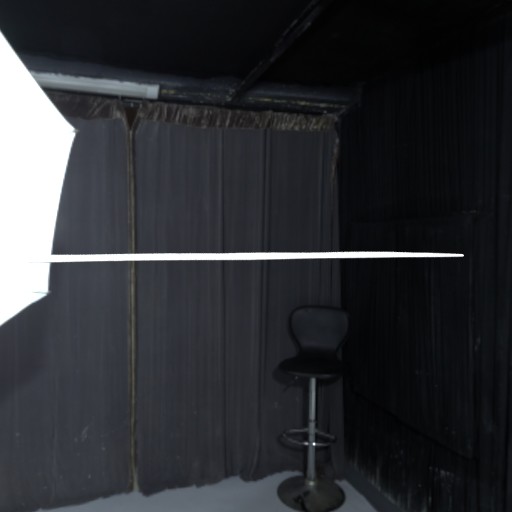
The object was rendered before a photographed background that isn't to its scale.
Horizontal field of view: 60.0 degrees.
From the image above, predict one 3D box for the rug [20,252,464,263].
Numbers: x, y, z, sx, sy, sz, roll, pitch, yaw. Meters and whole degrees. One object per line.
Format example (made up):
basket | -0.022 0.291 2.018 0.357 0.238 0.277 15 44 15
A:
rug | 0.000 0.000 2.380 2.182 0.015 0.645 -1 2 -18
